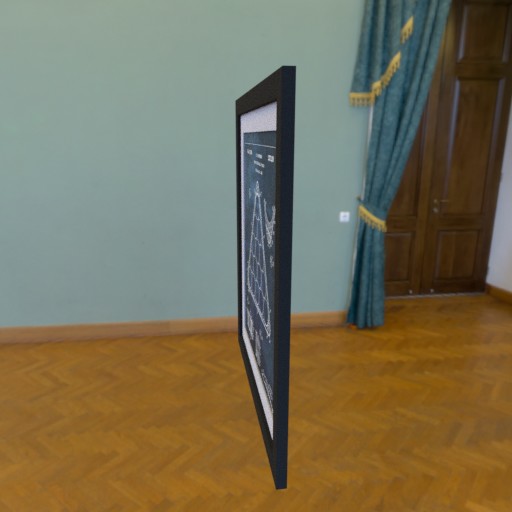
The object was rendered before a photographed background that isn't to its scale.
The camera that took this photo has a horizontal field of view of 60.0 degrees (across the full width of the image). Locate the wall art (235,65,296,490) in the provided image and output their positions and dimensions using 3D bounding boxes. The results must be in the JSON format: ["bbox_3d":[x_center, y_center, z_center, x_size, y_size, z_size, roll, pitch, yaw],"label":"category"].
[{"bbox_3d":[0.000,0.000,0.509,0.010,0.361,0.311,-2,15,-8],"label":"wall art"}]
